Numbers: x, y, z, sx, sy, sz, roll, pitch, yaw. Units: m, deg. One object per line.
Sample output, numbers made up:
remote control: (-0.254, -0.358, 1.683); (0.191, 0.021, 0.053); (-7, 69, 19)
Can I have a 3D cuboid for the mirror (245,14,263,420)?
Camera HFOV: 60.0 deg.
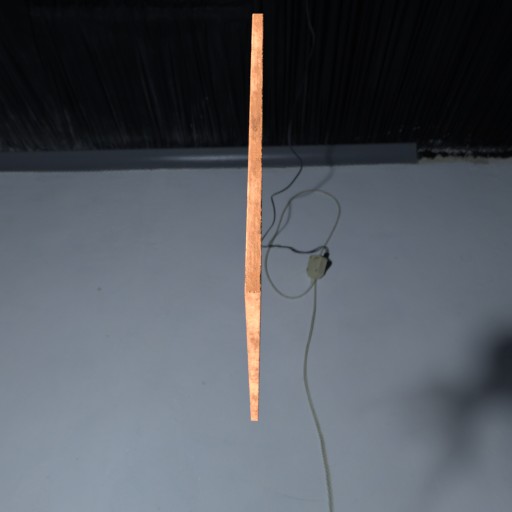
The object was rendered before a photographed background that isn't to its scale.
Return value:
mirror: (0.000, 0.000, 1.406); (0.028, 1.099, 0.796); (1, 59, 0)
